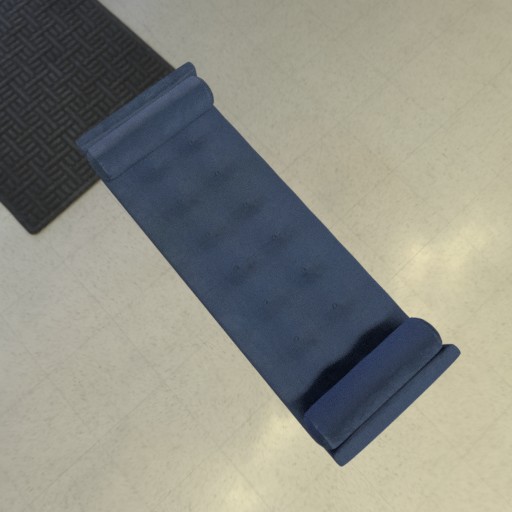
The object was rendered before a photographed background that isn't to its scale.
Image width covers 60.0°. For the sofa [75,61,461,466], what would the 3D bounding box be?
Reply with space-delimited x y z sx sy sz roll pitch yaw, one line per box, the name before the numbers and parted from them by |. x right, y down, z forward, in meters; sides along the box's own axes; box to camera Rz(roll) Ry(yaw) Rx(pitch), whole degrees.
sofa | 0.000 0.000 2.484 0.796 0.705 2.102 -39 79 -9
